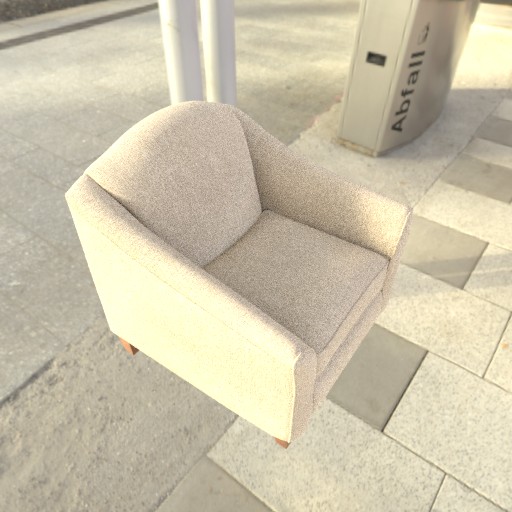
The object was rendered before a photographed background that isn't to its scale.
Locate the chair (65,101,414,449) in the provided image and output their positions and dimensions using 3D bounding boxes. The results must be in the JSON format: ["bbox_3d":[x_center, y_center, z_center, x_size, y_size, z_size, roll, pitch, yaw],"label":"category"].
[{"bbox_3d":[0.000,0.000,1.479,0.787,0.839,0.763,25,47,26],"label":"chair"}]
